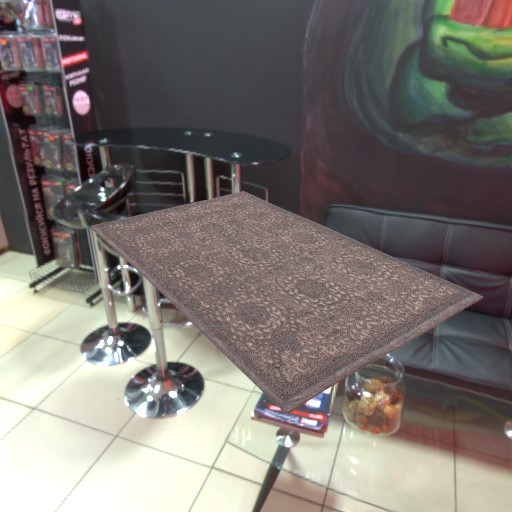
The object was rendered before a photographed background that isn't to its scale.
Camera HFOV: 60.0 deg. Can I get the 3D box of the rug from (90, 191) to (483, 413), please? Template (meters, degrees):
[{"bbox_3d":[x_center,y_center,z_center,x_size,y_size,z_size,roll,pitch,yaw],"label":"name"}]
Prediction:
[{"bbox_3d":[0.000,0.000,3.129,1.535,0.022,2.498,-18,32,-32],"label":"rug"}]
